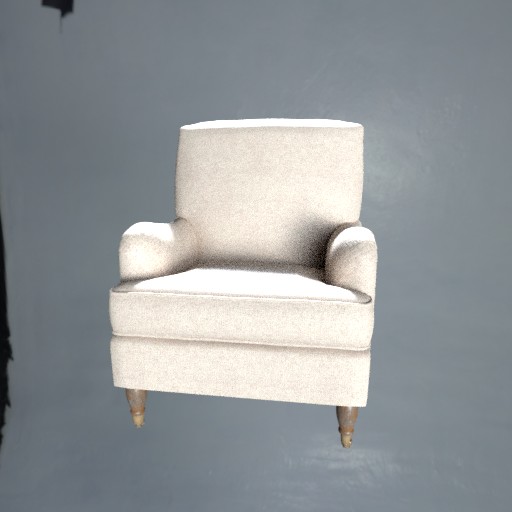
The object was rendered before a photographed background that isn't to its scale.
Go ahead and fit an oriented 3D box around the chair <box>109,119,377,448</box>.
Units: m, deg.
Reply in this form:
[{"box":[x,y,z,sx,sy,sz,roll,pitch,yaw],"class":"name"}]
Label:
[{"box":[0.000,0.000,1.783,0.879,1.119,0.953,2,12,9],"class":"chair"}]
